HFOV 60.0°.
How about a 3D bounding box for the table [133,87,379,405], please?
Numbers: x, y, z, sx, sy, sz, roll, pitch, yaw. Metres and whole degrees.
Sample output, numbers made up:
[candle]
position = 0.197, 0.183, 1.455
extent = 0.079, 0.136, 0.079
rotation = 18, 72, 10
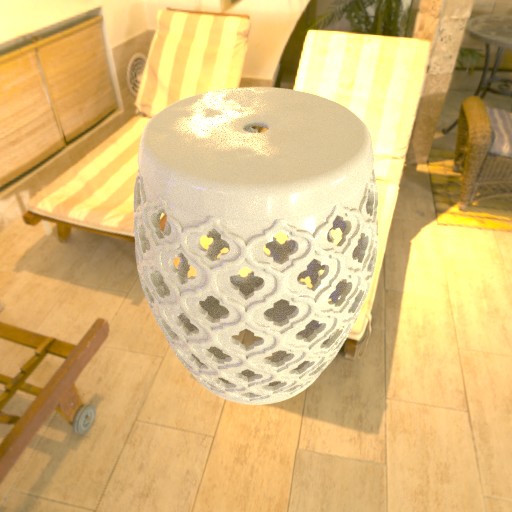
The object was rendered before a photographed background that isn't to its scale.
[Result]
[table]
position = 0.000, 0.000, 0.629
extent = 0.325, 0.388, 0.325
rotation = 0, 41, 0
